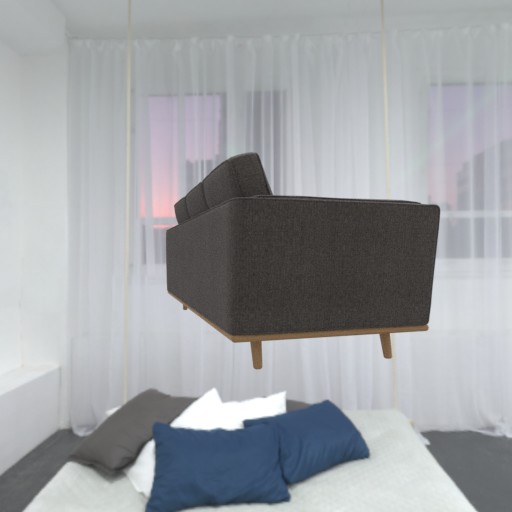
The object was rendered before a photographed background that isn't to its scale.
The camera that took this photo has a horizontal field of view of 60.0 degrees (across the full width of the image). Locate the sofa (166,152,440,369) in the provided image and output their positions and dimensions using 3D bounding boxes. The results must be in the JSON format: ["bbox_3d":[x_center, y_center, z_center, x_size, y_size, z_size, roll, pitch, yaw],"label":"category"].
[{"bbox_3d":[0.000,0.000,2.814,0.903,0.899,2.362,0,0,-17],"label":"sofa"}]
